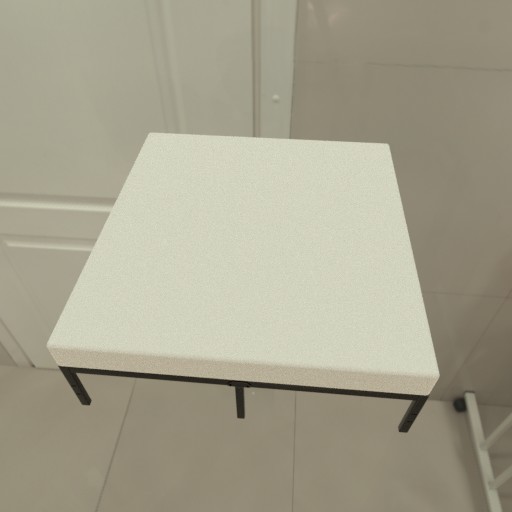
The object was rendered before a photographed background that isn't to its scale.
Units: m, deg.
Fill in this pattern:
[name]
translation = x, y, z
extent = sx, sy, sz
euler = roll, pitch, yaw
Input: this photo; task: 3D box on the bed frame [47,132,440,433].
[bed frame]
translation = 0.000, 0.000, 3.116
extent = 1.963, 0.659, 2.079
euler = 4, 46, 3
